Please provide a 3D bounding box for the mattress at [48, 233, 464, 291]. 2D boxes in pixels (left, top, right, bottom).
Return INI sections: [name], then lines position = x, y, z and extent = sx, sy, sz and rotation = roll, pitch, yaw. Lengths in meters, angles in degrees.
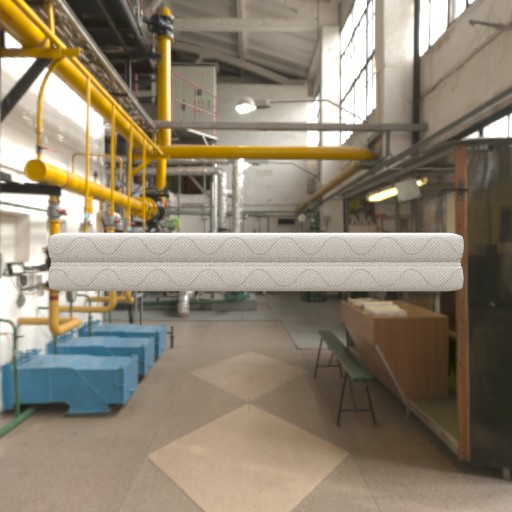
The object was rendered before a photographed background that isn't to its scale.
[mattress]
position = 0.000, 0.000, 2.434
extent = 1.400, 0.200, 1.900
rotation = 0, 1, 0
